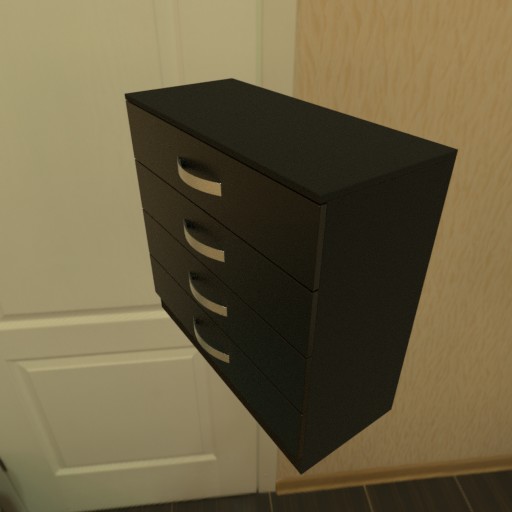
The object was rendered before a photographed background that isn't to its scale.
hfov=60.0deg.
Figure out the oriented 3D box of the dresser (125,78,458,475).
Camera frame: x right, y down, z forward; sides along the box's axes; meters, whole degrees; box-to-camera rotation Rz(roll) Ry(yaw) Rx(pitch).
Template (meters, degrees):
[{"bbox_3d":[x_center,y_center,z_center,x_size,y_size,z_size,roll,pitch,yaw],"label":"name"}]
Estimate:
[{"bbox_3d":[0.000,0.000,1.161,0.360,0.720,0.750,-21,39,-29],"label":"dresser"}]
